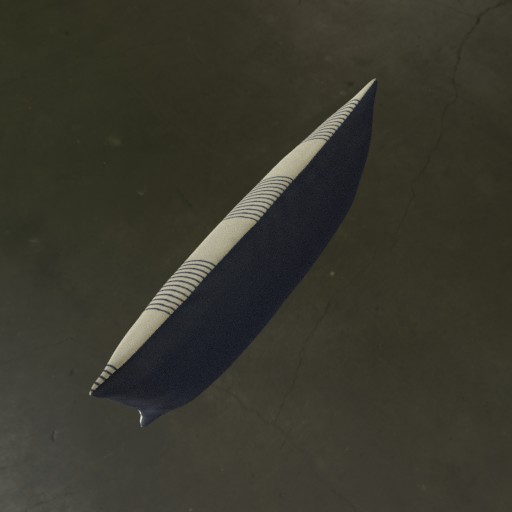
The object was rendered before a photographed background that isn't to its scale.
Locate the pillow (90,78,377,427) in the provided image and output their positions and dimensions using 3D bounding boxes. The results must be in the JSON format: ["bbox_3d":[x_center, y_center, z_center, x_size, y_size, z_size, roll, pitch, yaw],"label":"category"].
[{"bbox_3d":[0.000,0.000,0.711,0.151,0.287,0.610,34,68,16],"label":"pillow"}]
